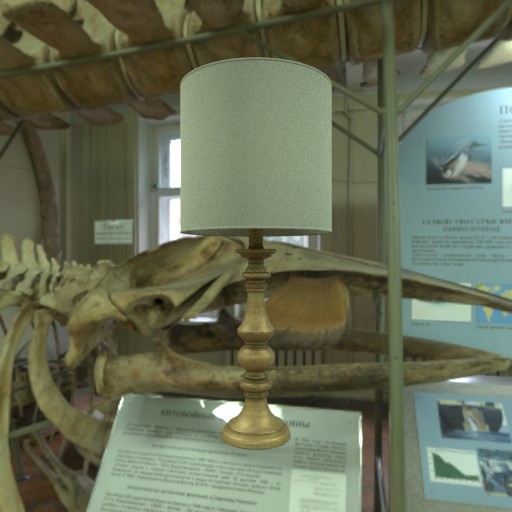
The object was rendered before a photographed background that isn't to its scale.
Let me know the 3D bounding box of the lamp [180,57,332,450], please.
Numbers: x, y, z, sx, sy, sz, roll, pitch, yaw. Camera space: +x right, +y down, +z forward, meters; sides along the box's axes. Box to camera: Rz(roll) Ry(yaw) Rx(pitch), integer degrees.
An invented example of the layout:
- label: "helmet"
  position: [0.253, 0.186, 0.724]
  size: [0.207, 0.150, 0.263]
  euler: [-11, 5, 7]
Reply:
- label: "lamp"
  position: [0.000, 0.000, 0.741]
  size: [0.250, 0.597, 0.250]
  euler: [0, 0, -19]
